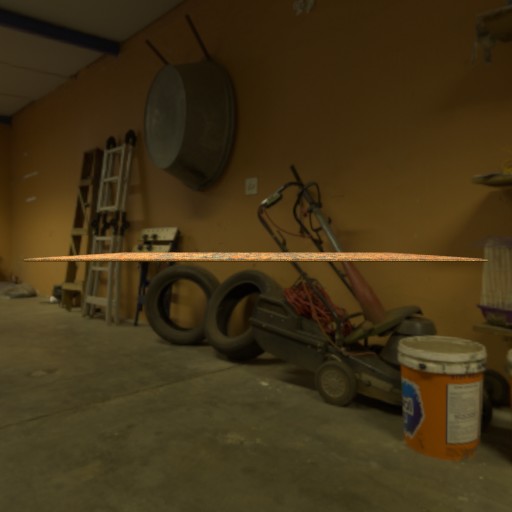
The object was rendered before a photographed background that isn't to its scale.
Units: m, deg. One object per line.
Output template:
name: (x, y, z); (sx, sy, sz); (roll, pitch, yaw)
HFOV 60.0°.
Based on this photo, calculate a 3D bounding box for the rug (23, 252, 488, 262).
rug: (0.000, 0.000, 3.786); (2.916, 0.019, 2.043); (0, 2, 1)
